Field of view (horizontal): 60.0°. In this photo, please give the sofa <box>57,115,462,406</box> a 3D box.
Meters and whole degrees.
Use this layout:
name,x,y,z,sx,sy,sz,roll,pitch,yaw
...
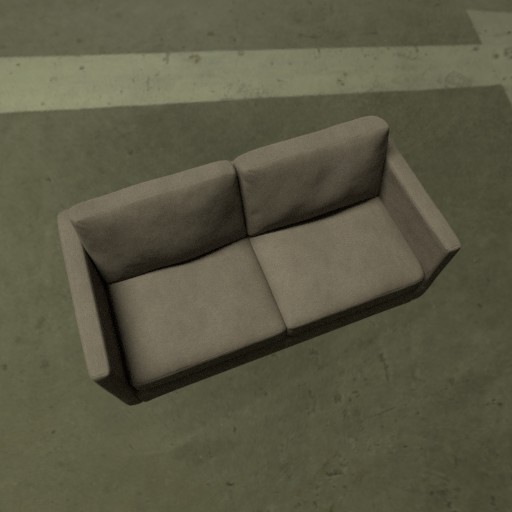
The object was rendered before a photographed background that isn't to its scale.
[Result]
name,x,y,z,sx,sy,sz,roll,pitch,yaw
sofa,0.000,0.000,2.474,1.884,0.963,0.950,-19,64,-10
